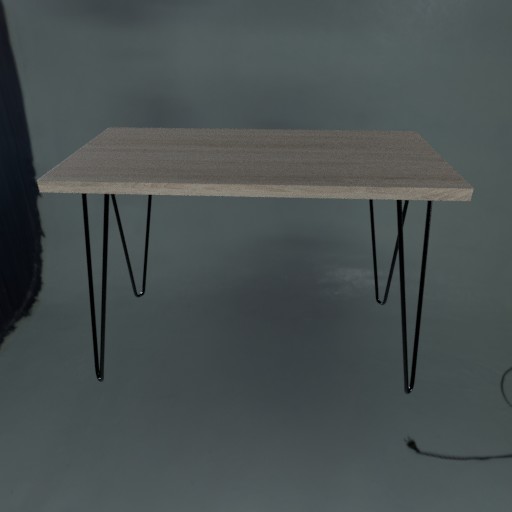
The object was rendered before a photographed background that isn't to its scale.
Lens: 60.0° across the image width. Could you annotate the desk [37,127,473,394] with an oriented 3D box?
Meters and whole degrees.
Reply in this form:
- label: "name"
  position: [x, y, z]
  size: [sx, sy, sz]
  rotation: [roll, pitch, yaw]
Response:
- label: "desk"
  position: [0.000, 0.000, 1.384]
  size: [0.991, 0.660, 0.499]
  rotation: [2, 30, 3]
